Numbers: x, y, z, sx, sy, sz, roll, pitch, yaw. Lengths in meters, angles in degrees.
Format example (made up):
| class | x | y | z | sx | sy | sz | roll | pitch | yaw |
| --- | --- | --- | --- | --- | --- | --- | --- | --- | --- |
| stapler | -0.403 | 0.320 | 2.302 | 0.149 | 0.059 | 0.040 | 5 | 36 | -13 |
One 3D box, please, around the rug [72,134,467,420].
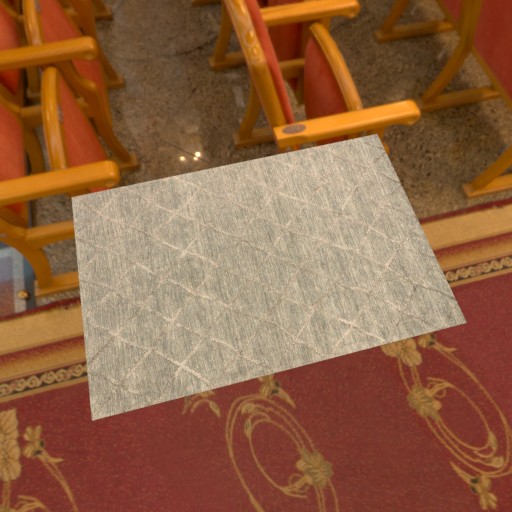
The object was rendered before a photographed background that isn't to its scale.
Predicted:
| class | x | y | z | sx | sy | sz | roll | pitch | yaw |
| --- | --- | --- | --- | --- | --- | --- | --- | --- | --- |
| rug | 0.000 | 0.000 | 2.917 | 2.283 | 0.006 | 1.521 | -13 | 65 | -6 |
